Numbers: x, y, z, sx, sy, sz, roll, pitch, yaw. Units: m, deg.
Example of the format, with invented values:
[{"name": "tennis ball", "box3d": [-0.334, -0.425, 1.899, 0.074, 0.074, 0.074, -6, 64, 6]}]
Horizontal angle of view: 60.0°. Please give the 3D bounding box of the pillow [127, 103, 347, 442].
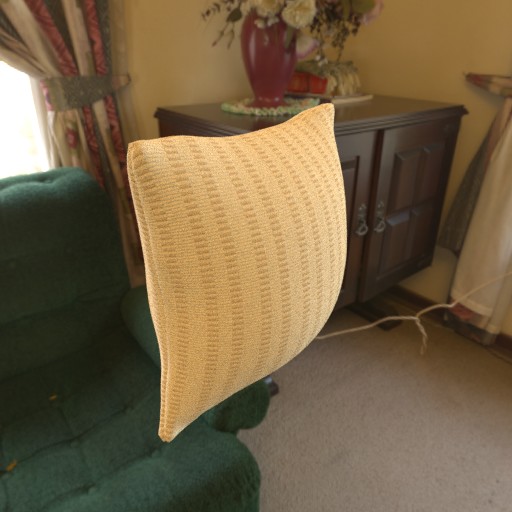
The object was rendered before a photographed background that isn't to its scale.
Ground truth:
[{"name": "pillow", "box3d": [0.000, 0.000, 0.691, 0.247, 0.419, 0.438, 17, 30, 32]}]
